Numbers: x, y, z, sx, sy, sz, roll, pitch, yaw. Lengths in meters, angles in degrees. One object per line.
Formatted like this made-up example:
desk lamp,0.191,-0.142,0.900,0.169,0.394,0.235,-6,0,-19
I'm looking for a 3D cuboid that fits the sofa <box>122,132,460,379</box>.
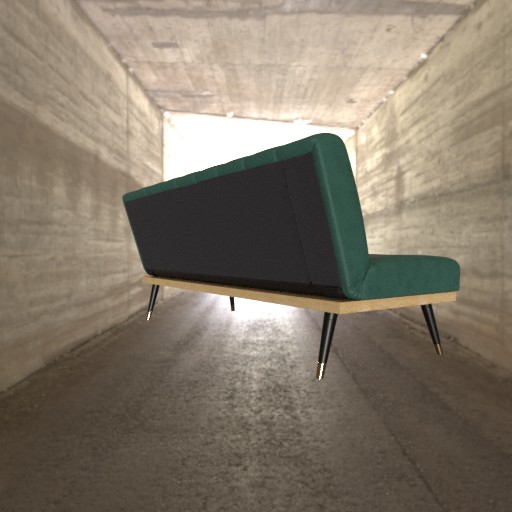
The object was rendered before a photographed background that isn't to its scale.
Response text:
sofa,0.000,0.000,2.324,0.830,0.820,1.810,-1,1,-35
